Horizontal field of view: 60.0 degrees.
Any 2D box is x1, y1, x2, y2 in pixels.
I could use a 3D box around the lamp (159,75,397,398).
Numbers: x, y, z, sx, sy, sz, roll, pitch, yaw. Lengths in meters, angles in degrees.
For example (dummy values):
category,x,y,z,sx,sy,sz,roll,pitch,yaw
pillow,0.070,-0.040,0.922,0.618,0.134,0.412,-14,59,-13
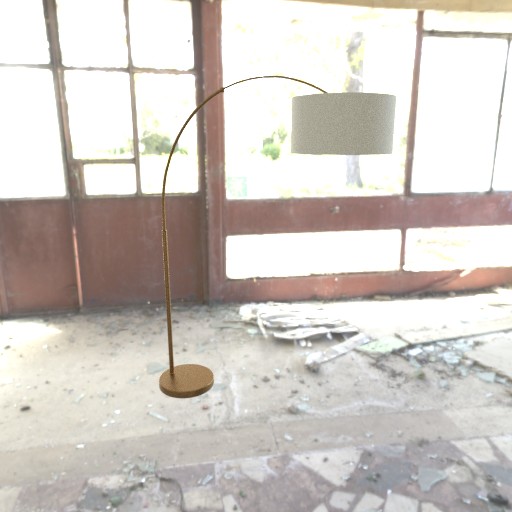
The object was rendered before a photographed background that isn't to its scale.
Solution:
category,x,y,z,sx,sy,sz,roll,pitch,yaw
lamp,0.000,0.000,2.546,1.434,1.927,0.493,7,16,26
